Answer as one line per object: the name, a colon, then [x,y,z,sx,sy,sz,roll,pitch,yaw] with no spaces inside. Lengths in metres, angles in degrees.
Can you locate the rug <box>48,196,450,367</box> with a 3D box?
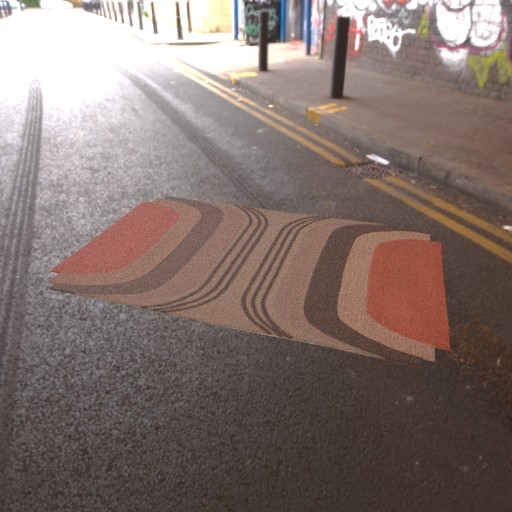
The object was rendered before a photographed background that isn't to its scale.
rug: [0.000,0.000,3.050,2.446,0.017,1.530,9,32,15]
